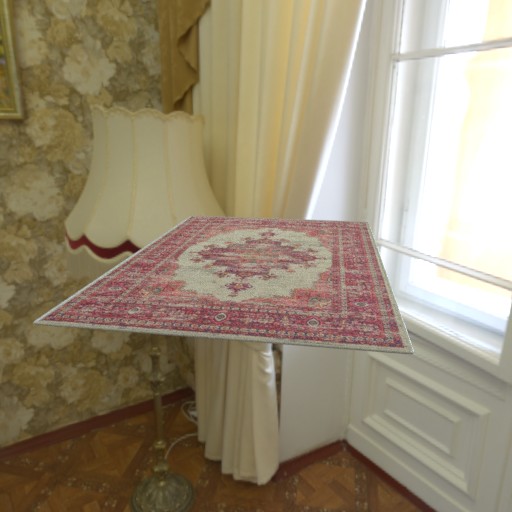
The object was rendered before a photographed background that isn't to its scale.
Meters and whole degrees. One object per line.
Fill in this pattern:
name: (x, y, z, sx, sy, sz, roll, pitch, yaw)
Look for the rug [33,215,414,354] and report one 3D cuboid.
rug: (0.000, 0.000, 3.617, 2.005, 0.014, 2.878, 3, 17, 9)
